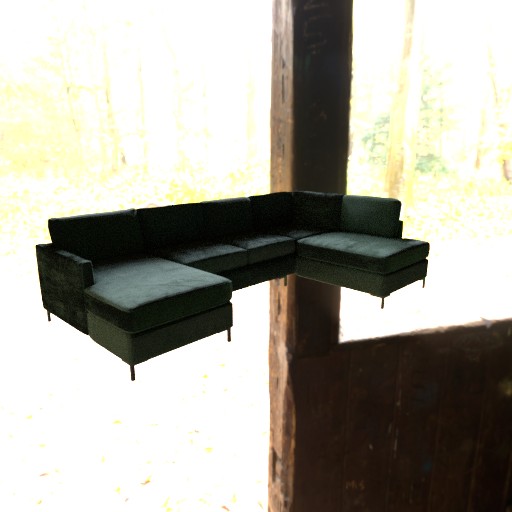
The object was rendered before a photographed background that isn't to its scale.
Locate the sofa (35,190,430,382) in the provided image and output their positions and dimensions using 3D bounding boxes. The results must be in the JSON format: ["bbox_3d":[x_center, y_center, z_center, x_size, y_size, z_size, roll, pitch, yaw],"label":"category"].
[{"bbox_3d":[0.000,0.000,4.374,2.055,0.992,3.434,13,19,43],"label":"sofa"}]
